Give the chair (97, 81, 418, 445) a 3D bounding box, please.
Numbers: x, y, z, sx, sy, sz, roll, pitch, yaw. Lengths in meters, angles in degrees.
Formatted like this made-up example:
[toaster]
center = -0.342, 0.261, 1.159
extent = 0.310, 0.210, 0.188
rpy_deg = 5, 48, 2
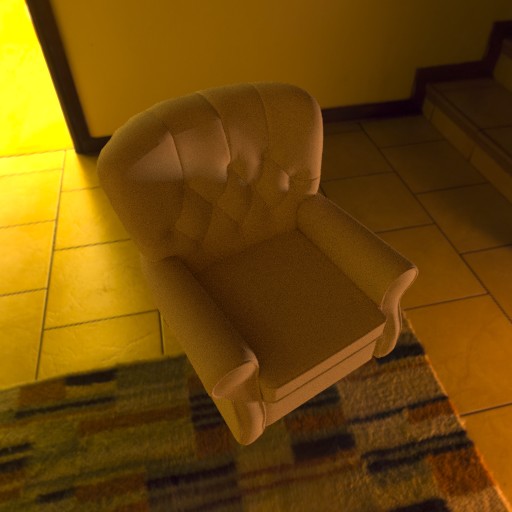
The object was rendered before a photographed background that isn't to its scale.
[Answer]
[chair]
center = 0.000, 0.000, 1.999
extent = 1.035, 1.169, 1.132
rpy_deg = -25, 51, -22
